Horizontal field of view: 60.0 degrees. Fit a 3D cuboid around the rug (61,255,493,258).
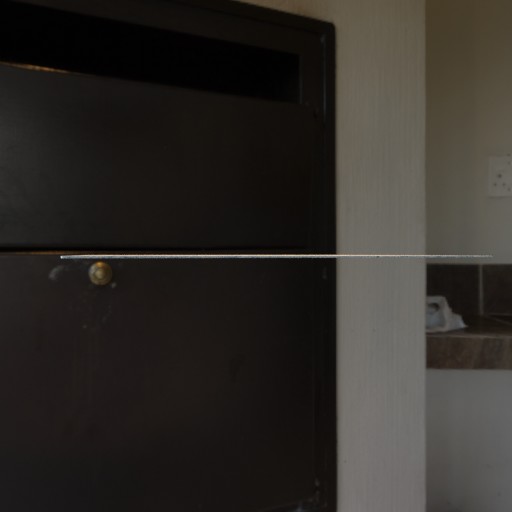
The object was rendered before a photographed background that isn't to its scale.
[{"bbox_3d":[0.000,0.000,4.080,3.056,0.013,2.441,0,0,-18],"label":"rug"}]
